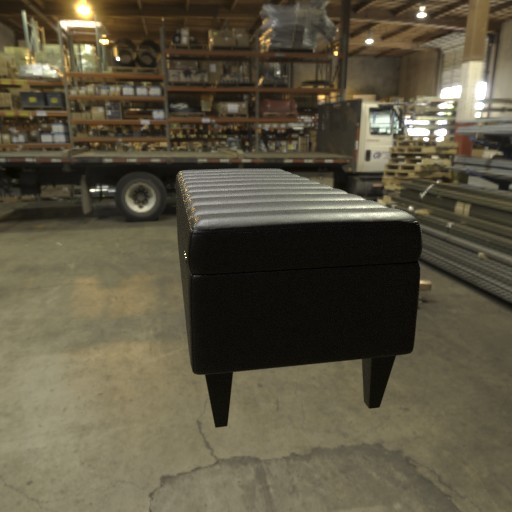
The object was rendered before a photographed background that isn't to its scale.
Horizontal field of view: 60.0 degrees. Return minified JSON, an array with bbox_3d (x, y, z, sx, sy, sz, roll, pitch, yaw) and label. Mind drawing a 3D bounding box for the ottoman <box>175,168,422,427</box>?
[{"bbox_3d":[0.000,0.000,1.430,0.482,0.469,1.151,-3,16,-11],"label":"ottoman"}]
